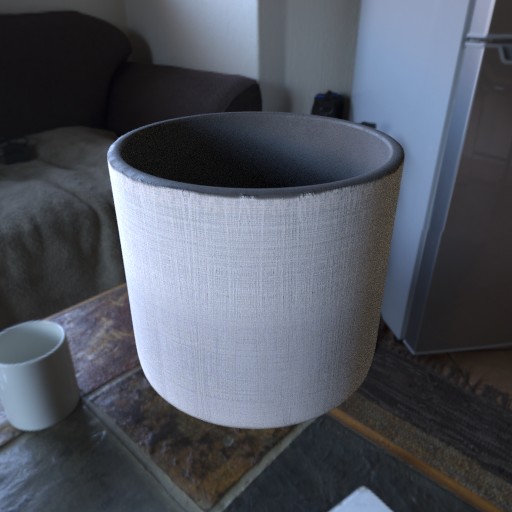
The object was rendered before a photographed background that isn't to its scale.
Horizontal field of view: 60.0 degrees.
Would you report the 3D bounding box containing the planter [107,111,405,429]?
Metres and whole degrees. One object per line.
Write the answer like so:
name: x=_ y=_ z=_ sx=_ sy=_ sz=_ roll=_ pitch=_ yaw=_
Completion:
planter: x=0.000 y=0.000 z=0.384 sx=0.221 sy=0.201 sz=0.221 roll=0 pitch=29 yaw=0
